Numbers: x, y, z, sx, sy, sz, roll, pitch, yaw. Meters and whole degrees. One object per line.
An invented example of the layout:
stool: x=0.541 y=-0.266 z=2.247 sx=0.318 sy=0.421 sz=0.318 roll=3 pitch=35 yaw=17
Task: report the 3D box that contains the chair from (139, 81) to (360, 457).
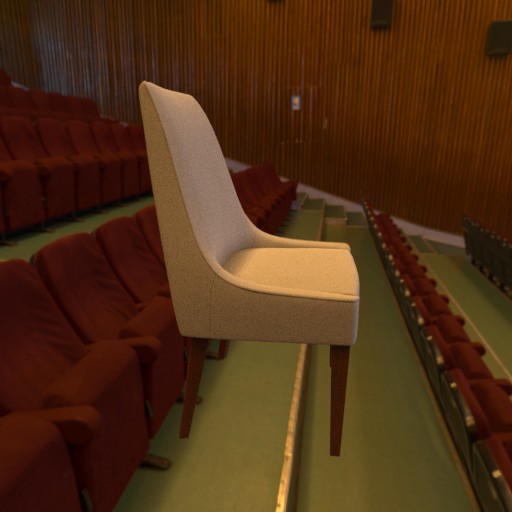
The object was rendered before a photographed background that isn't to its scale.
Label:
chair: x=0.000 y=0.000 z=1.201 sx=0.544 sy=0.861 sz=0.529 roll=2 pitch=15 yaw=9
